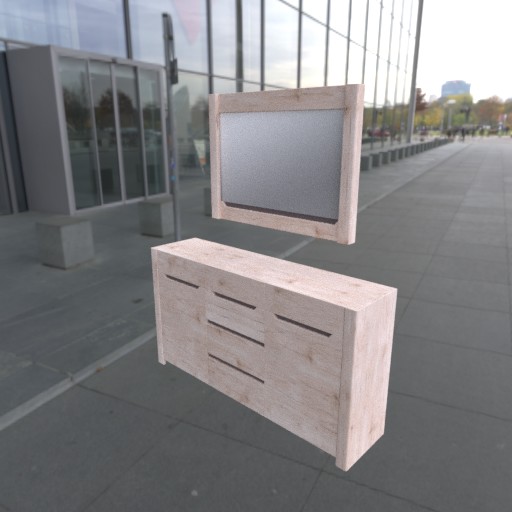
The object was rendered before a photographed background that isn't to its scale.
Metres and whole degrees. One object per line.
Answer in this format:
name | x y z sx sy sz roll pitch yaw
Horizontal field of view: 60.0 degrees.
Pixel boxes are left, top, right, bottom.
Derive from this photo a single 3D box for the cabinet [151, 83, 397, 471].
cabinet | 0.000 0.000 2.789 1.700 1.981 0.420 14 22 41
